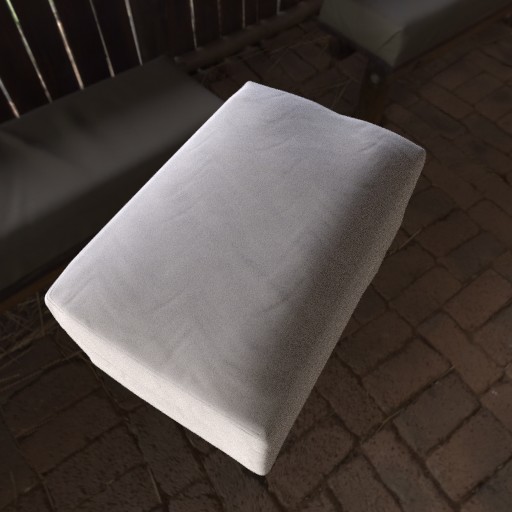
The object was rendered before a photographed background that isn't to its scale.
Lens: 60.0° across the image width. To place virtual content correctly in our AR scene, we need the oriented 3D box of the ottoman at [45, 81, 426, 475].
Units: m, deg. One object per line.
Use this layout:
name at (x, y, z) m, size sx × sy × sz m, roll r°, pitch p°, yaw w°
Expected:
ottoman at (0.000, 0.000, 1.176) m, size 0.590 × 0.444 × 0.872 m, roll 27°, pitch 61°, yaw 16°
